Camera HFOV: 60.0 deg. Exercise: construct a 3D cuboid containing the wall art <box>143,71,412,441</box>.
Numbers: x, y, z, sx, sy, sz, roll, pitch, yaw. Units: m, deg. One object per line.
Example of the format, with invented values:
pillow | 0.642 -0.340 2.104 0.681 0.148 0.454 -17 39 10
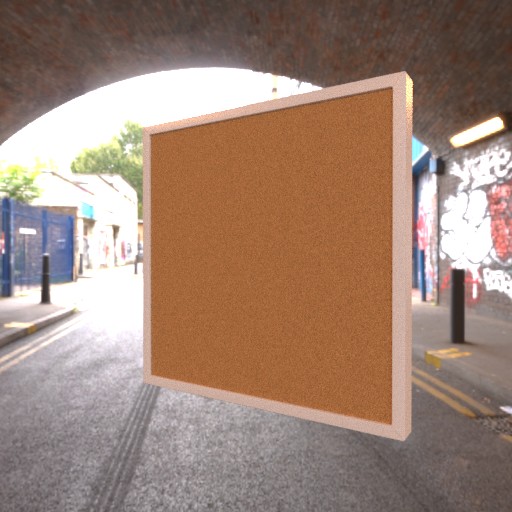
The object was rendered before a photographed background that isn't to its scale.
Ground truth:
wall art | 0.000 0.000 0.758 0.508 0.508 0.038 0 1 32
